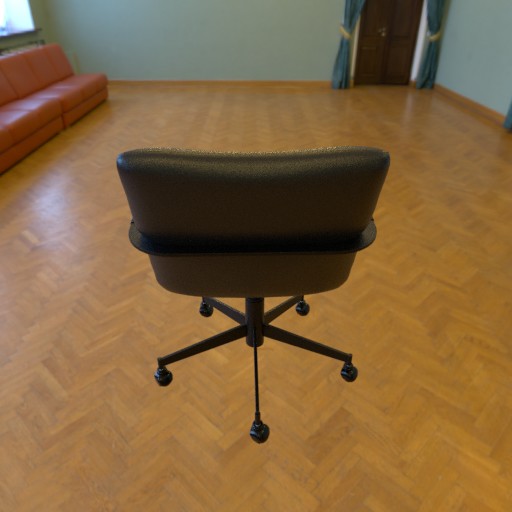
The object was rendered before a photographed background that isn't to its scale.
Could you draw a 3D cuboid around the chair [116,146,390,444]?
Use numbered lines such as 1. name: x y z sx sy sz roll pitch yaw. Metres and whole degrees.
1. chair: 0.000 0.000 1.438 0.719 0.922 0.748 -1 31 -1
